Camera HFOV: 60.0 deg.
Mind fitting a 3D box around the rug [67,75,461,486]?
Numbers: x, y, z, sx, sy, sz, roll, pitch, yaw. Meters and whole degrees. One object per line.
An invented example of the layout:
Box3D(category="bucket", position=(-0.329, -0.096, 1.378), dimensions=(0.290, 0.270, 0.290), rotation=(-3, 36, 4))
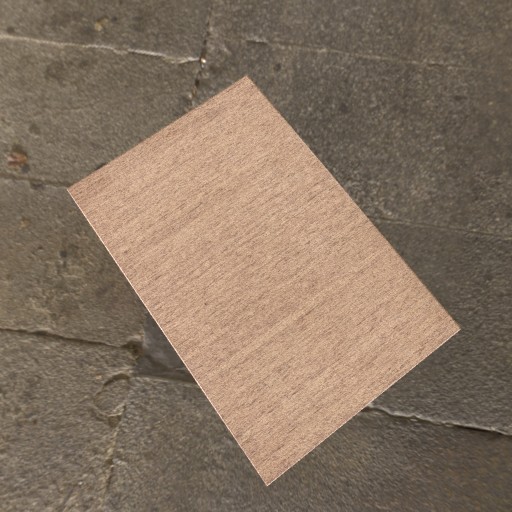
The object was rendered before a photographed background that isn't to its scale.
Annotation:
Box3D(category="rug", position=(0.000, 0.000, 2.338), dimensions=(1.225, 0.013, 1.840), rotation=(-35, 78, -9))
